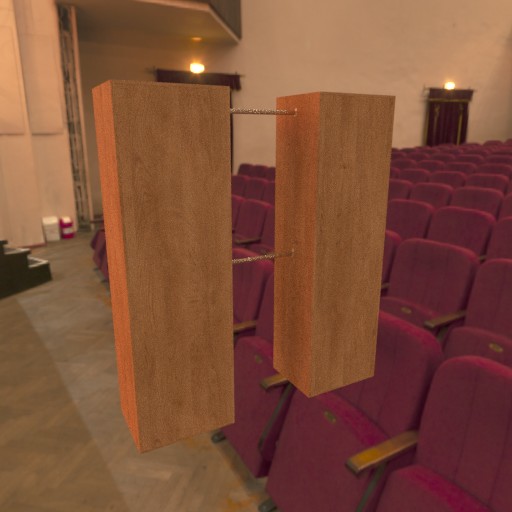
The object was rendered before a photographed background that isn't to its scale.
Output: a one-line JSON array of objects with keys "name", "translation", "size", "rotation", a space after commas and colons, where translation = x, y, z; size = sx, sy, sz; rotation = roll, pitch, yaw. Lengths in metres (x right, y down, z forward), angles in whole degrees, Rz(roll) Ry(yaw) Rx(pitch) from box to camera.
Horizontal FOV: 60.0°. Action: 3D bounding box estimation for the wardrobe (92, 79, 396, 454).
[{"name": "wardrobe", "translation": [0.000, 0.000, 2.881], "size": [1.770, 2.000, 0.480], "rotation": [-8, 17, -28]}]
